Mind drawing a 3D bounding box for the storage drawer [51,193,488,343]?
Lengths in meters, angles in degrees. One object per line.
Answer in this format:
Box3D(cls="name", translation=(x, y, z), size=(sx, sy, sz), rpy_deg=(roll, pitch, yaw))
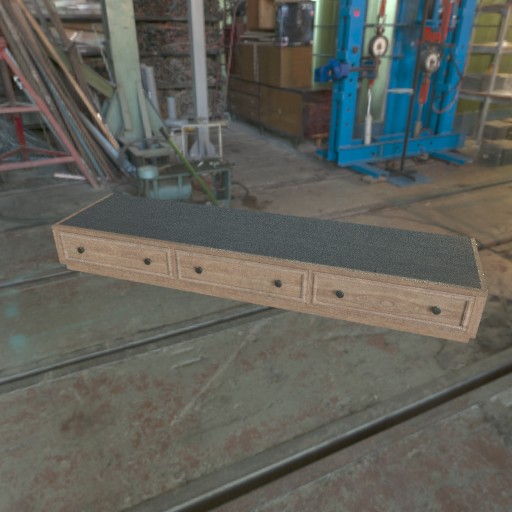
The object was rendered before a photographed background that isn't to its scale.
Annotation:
Box3D(cls="storage drawer", translation=(0.000, 0.000, 2.247), size=(2.032, 0.264, 0.538), rpy_deg=(9, 29, 16))
